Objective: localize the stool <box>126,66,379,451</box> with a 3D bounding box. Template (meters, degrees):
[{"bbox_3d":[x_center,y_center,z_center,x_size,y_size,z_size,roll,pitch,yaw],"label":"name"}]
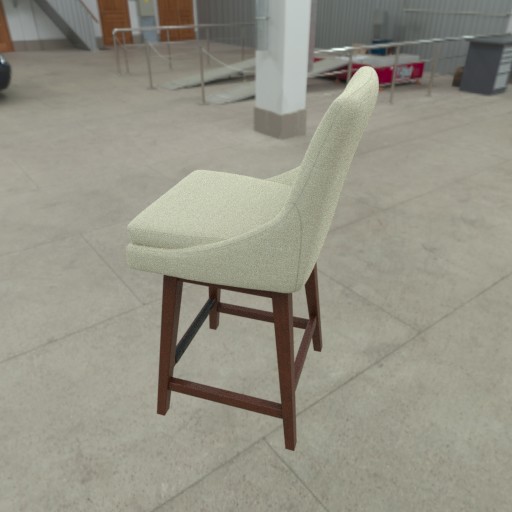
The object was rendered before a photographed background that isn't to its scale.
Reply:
[{"bbox_3d":[0.000,0.000,1.280,0.559,0.991,0.469,9,32,15],"label":"stool"}]
